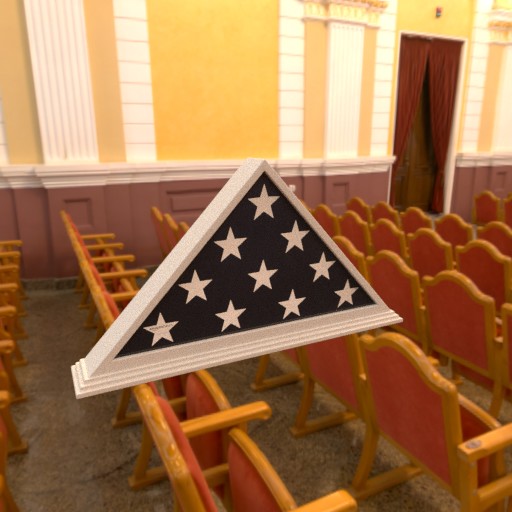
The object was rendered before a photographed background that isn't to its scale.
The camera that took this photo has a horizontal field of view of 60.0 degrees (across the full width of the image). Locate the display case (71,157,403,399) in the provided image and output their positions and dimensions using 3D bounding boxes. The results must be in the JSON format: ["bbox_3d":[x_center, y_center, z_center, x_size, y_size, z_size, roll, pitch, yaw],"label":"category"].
[{"bbox_3d":[0.000,0.000,0.789,0.640,0.340,0.095,-7,17,-25],"label":"display case"}]
